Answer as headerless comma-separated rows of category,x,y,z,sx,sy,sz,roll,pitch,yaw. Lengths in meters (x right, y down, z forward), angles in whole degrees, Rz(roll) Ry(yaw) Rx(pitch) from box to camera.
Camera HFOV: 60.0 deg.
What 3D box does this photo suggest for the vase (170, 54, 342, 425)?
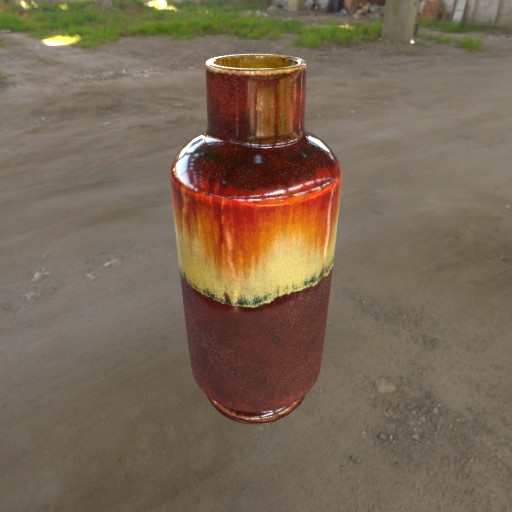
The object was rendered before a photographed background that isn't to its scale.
vase,0.000,0.000,0.321,0.111,0.261,0.111,0,32,0
